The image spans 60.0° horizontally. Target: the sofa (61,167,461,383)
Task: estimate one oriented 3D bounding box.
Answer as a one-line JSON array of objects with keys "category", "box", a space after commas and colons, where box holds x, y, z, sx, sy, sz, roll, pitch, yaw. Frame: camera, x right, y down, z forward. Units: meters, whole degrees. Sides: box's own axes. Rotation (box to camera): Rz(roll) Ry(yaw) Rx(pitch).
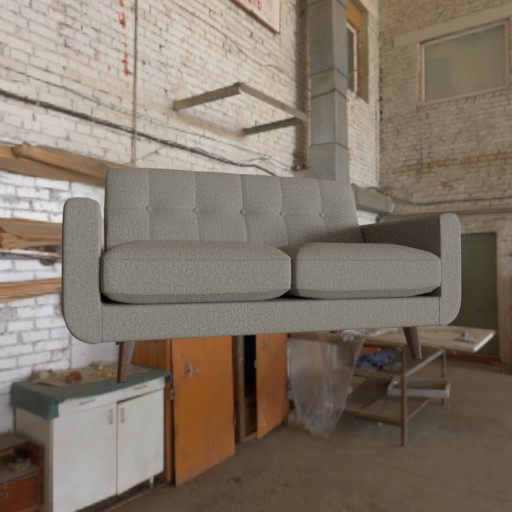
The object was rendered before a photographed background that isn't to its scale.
[{"category": "sofa", "box": [0.000, 0.000, 2.154, 1.651, 0.925, 0.952, 0, -1, -18]}]
